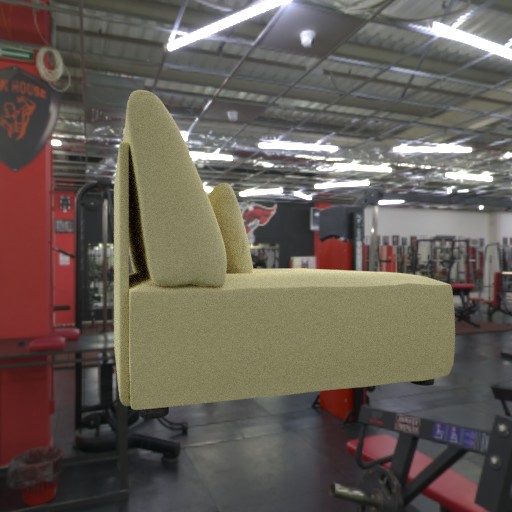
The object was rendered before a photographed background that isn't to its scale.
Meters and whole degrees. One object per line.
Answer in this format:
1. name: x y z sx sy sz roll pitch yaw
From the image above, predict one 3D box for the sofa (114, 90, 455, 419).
1. sofa: 0.000 0.000 1.657 1.000 0.820 0.930 0 -1 -19
